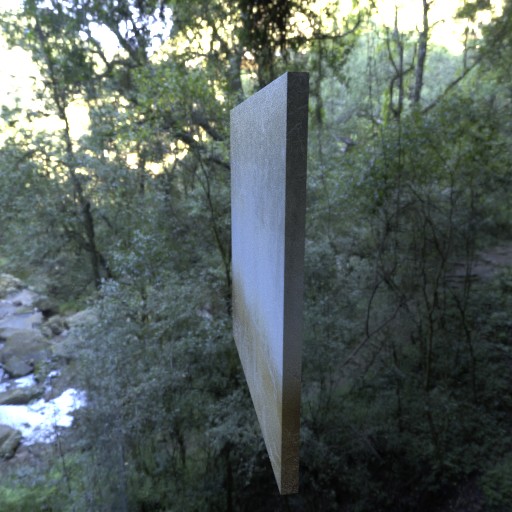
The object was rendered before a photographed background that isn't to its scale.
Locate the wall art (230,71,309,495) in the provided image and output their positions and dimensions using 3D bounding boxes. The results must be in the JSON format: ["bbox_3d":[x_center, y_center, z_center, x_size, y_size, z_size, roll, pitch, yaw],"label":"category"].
[{"bbox_3d":[0.000,0.000,1.620,0.051,1.091,1.092,-2,14,-10],"label":"wall art"}]
